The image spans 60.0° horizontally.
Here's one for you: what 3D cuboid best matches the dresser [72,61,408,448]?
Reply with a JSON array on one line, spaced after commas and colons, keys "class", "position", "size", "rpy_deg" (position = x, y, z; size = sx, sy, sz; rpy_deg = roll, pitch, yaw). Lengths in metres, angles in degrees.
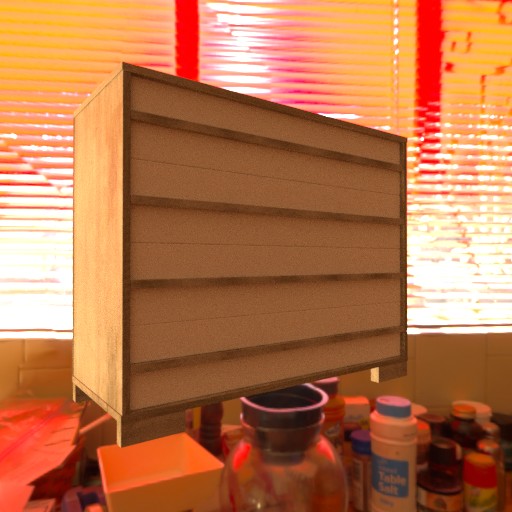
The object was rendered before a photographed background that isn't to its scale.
[{"class": "dresser", "position": [0.000, 0.000, 1.388], "size": [0.994, 0.816, 0.404], "rpy_deg": [0, -1, -36]}]
